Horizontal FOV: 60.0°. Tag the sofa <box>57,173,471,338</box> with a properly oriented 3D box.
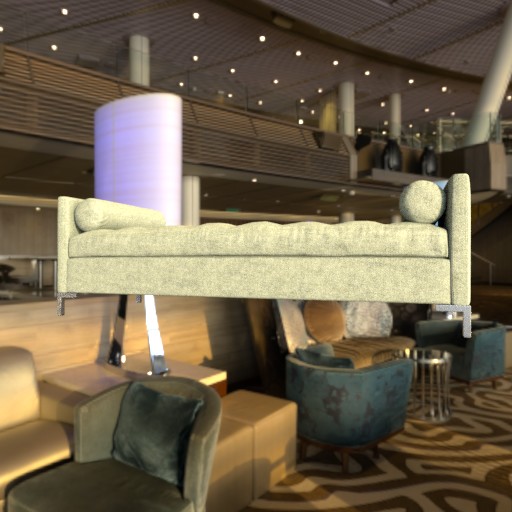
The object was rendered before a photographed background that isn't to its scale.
[{"bbox_3d":[0.000,0.000,2.468,2.102,0.657,0.797,0,0,19],"label":"sofa"}]
